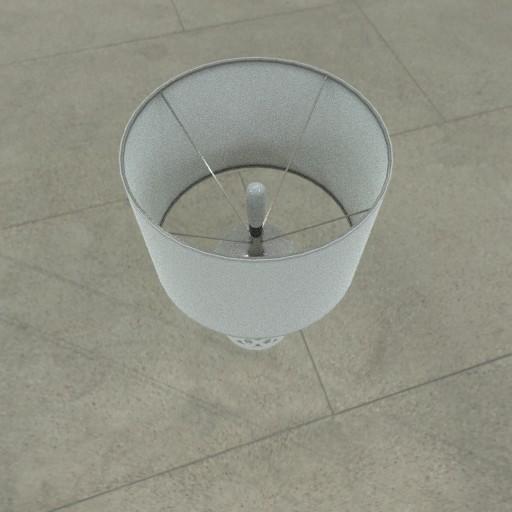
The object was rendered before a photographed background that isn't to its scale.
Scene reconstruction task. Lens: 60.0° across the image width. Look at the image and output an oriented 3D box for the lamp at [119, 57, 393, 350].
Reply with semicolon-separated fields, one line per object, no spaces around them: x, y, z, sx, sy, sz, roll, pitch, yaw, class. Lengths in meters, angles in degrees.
0.000;0.000;0.716;0.310;0.502;0.310;0;60;0;lamp
